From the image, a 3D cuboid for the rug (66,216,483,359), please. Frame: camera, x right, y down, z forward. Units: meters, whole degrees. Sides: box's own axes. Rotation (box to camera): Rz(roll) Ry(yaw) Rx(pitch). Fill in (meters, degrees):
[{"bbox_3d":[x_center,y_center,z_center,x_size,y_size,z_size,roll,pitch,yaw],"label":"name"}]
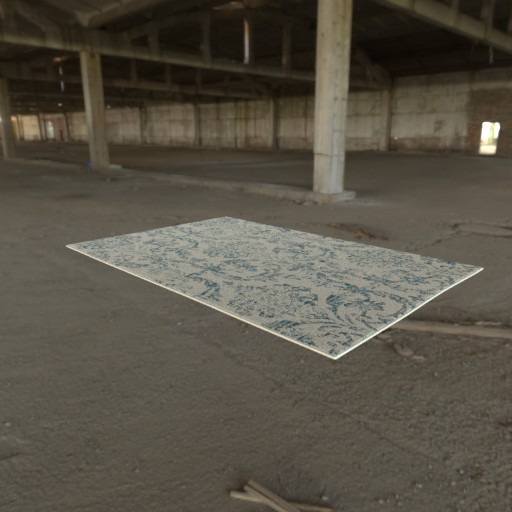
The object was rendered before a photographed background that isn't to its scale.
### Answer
[{"bbox_3d":[0.000,0.000,2.302,1.831,0.012,1.213,15,22,42],"label":"rug"}]
